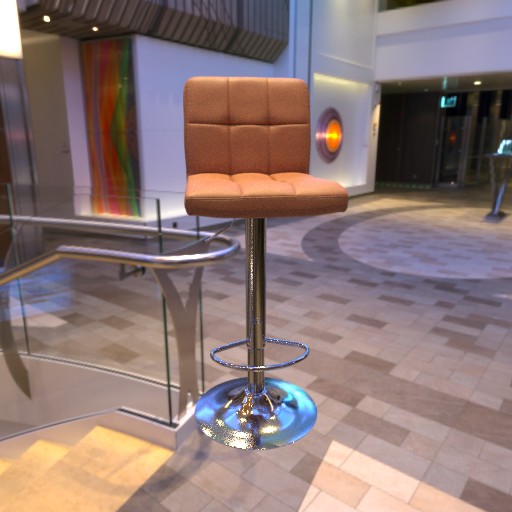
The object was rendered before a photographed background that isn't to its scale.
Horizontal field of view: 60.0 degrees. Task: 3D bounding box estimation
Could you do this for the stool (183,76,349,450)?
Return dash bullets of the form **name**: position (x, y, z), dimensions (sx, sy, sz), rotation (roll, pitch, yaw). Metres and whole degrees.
- **stool**: position (0.000, 0.000, 1.404), dimensions (0.430, 1.115, 0.505), rotation (-2, 15, -7)
